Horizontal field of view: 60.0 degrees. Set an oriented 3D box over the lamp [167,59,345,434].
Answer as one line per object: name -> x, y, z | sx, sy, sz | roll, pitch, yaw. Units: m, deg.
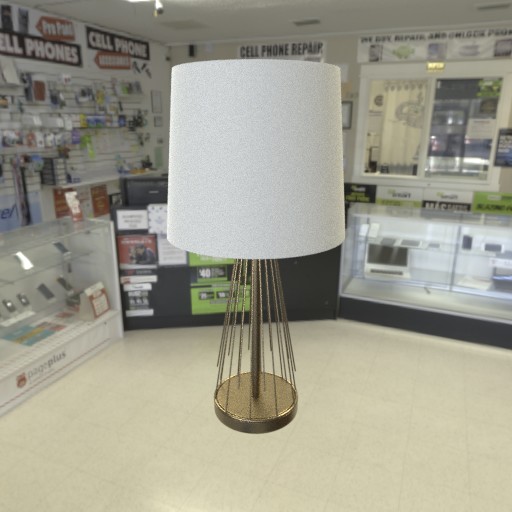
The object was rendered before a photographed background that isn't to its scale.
lamp -> 0.000, 0.000, 0.780 | 0.303, 0.618, 0.303 | 0, 17, 0
